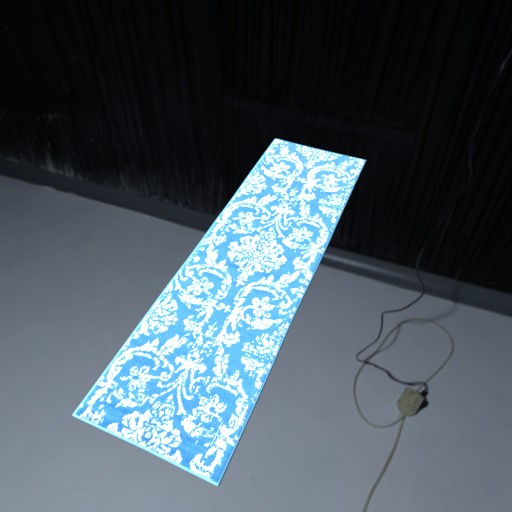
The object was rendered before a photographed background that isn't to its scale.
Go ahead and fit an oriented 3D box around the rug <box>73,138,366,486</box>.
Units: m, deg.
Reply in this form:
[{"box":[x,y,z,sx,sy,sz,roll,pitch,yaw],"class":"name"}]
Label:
[{"box":[0.000,0.000,2.379,0.662,0.011,2.196,18,50,16],"class":"rug"}]
